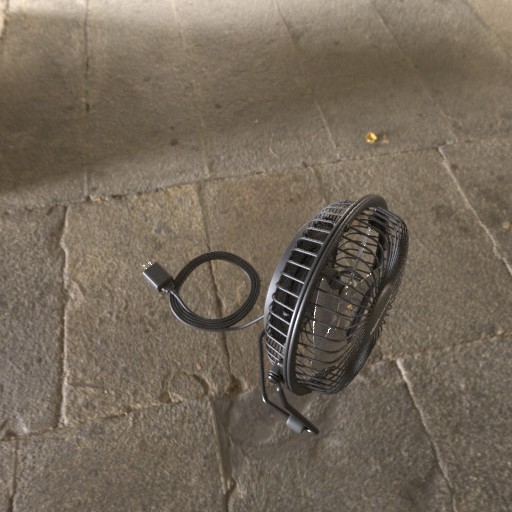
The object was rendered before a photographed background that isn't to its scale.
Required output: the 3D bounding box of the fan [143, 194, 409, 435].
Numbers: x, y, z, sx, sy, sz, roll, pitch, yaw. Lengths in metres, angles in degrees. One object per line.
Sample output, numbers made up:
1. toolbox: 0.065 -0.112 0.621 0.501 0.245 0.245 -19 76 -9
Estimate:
1. fan: 0.000 0.000 0.316 0.202 0.152 0.153 29 63 17
